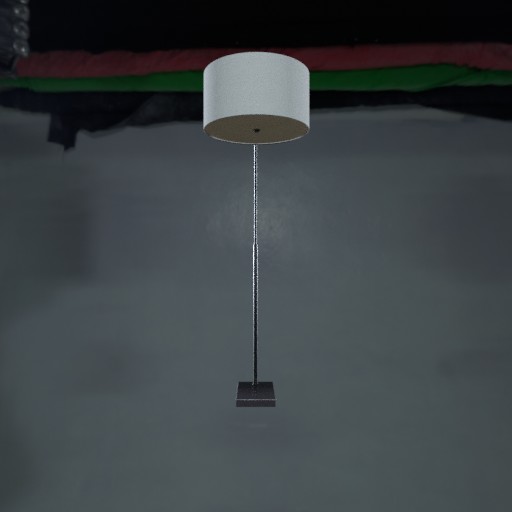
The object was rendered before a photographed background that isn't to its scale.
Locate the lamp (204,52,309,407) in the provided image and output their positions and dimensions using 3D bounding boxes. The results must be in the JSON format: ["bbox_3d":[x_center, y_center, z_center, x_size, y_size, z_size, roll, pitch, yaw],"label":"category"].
[{"bbox_3d":[0.000,0.000,2.545,0.493,1.927,1.424,0,0,0],"label":"lamp"}]
